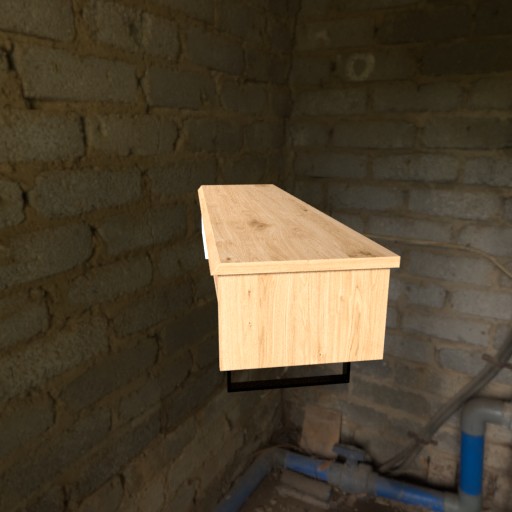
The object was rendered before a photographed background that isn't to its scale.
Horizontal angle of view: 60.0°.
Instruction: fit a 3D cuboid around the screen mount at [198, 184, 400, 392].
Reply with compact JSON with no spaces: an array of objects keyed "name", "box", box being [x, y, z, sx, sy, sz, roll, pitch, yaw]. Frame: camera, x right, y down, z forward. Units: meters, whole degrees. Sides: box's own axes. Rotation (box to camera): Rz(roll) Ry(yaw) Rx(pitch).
[{"name":"screen mount","box":[0.000,0.000,1.891,0.450,0.430,1.700,-2,15,-8]}]
